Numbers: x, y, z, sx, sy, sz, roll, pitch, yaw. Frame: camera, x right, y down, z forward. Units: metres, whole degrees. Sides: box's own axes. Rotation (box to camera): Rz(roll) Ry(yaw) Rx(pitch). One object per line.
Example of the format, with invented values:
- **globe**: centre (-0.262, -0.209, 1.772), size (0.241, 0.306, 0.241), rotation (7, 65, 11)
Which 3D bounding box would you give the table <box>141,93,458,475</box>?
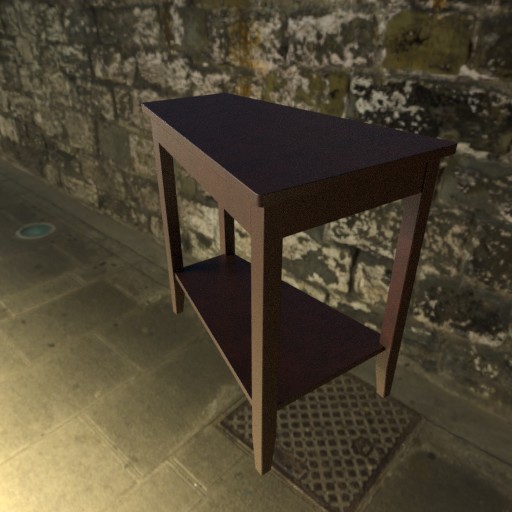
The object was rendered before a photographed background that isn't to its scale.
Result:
- **table**: centre (0.000, 0.000, 0.995), size (0.399, 0.589, 0.605), rotation (-19, 35, -29)
